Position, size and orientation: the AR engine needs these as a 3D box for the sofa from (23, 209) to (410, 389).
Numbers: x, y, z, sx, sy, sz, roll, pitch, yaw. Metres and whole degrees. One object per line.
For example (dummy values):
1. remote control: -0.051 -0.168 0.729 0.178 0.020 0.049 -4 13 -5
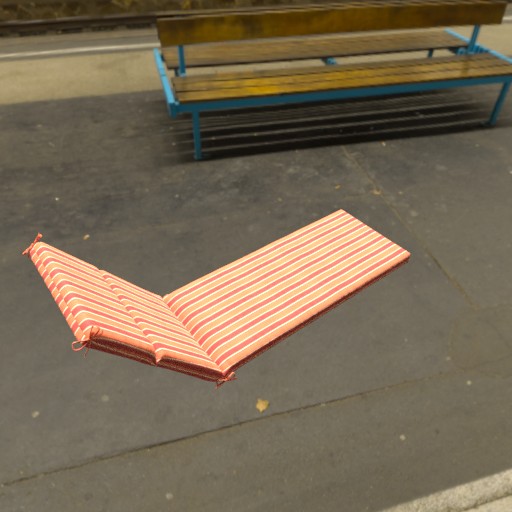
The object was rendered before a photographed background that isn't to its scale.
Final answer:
1. sofa: 0.000 0.000 1.941 1.663 0.622 0.582 -26 48 -27
